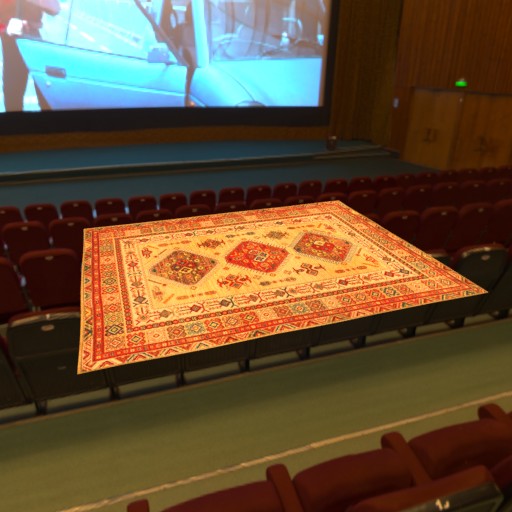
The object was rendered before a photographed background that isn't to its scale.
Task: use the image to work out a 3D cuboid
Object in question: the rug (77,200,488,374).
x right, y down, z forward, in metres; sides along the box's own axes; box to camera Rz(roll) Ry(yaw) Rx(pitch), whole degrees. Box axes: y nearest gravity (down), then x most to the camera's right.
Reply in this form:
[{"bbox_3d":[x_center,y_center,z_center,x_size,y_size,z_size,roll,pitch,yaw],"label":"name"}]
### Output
[{"bbox_3d":[0.000,0.000,4.130,3.067,0.005,2.460,-8,26,-17],"label":"rug"}]
